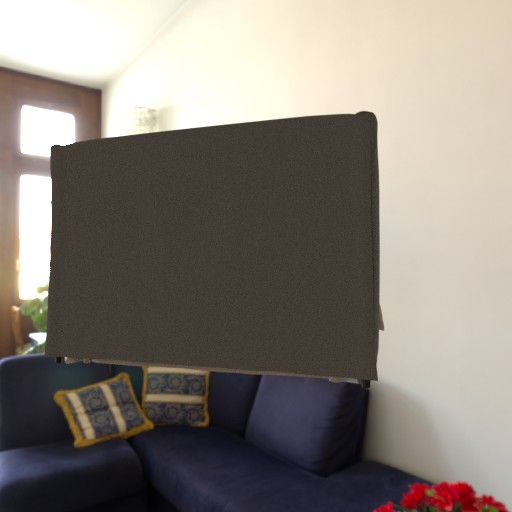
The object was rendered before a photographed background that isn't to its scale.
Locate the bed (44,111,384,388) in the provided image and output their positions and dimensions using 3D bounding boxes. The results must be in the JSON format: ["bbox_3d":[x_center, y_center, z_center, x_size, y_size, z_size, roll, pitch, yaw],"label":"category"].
[{"bbox_3d":[0.000,0.000,3.429,1.925,1.332,2.276,-1,-2,18],"label":"bed"}]
